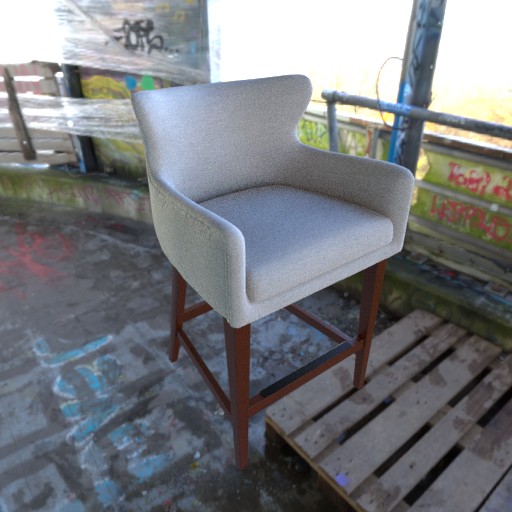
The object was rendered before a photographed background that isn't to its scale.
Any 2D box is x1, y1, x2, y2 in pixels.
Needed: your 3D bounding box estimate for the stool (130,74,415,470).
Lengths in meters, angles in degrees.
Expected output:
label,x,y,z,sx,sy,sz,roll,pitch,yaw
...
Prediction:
label,x,y,z,sx,sy,sz,roll,pitch,yaw
stool,0.000,0.000,1.378,0.615,0.987,0.637,-21,36,-32
